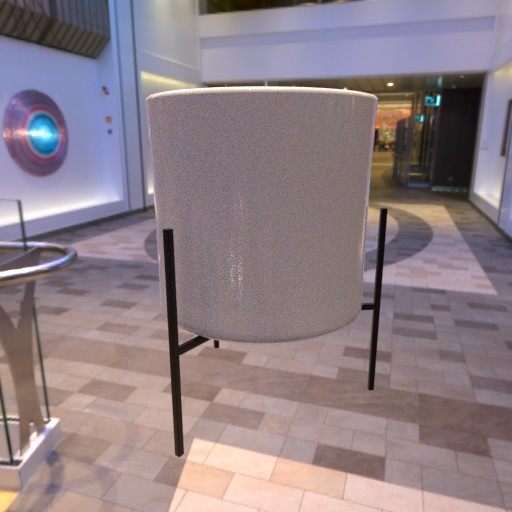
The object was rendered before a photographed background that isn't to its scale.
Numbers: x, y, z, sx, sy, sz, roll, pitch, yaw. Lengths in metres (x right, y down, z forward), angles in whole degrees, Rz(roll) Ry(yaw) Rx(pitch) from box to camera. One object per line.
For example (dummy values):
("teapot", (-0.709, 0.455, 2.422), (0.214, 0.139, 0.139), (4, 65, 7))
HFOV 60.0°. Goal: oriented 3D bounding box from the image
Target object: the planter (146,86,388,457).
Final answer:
("planter", (0.000, 0.000, 0.719), (0.360, 0.480, 0.361), (-8, 17, -27))
